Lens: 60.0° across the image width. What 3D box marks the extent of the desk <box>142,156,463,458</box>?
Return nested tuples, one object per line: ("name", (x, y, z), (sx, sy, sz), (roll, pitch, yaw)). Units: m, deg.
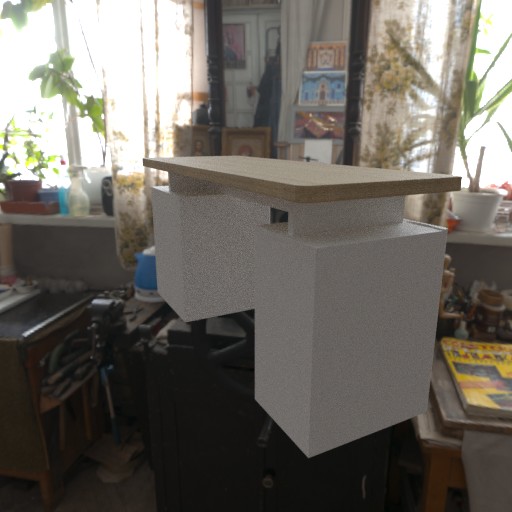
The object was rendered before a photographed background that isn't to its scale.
("desk", (0.000, 0.000, 1.860), (0.550, 0.755, 1.500), (-8, 17, -27))
